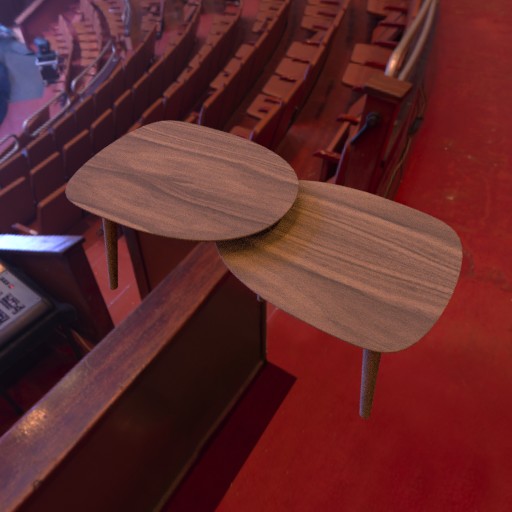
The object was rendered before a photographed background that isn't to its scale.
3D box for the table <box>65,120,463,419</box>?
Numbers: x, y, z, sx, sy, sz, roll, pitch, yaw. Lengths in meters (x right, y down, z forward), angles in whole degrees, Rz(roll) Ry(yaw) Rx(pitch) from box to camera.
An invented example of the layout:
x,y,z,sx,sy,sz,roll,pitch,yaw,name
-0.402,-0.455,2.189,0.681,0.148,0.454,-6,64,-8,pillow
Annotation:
x,y,z,sx,sy,sz,roll,pitch,yaw,name
0.000,0.000,1.351,1.084,0.429,0.527,23,49,21,table
